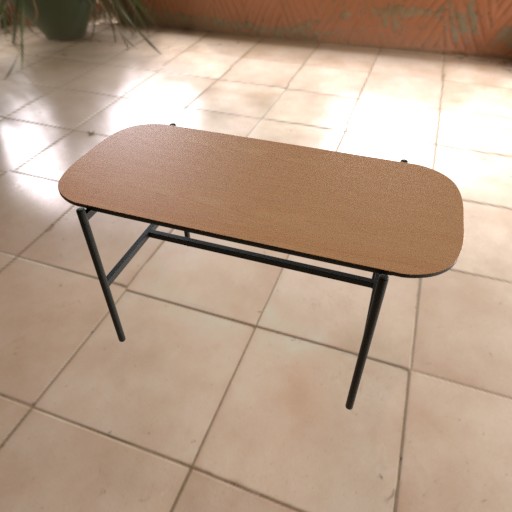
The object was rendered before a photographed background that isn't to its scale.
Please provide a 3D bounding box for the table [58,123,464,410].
[{"bbox_3d":[0.000,0.000,1.036,0.800,0.400,0.400,13,43,14],"label":"table"}]
